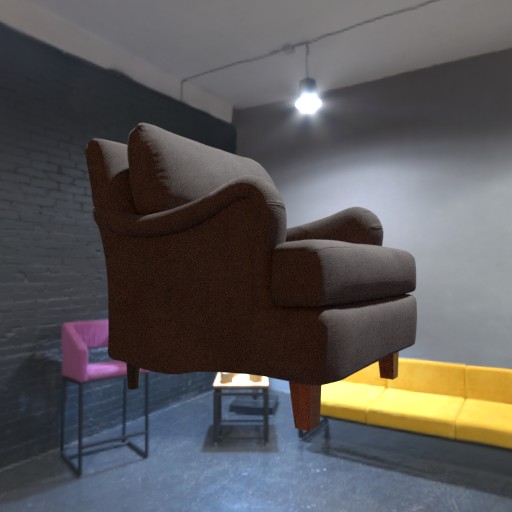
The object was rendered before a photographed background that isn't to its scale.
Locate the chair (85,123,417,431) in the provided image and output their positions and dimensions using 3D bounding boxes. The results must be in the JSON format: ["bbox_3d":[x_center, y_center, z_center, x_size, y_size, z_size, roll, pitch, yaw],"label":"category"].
[{"bbox_3d":[0.000,0.000,1.794,1.070,0.997,0.955,-1,-2,35],"label":"chair"}]
